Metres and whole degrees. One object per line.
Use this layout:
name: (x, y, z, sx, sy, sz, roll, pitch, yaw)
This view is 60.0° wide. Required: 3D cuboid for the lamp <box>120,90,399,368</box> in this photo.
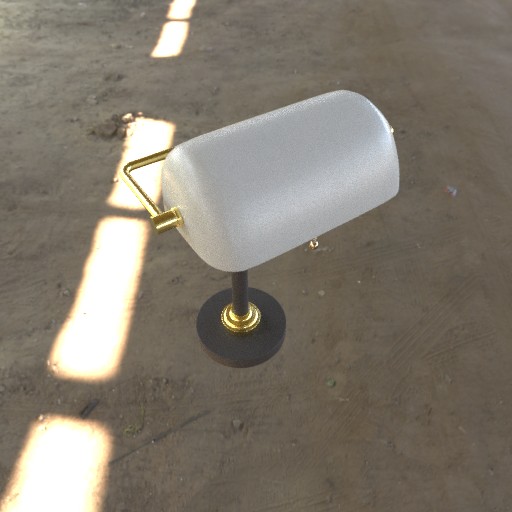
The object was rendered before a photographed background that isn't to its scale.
lamp: (0.000, 0.000, 0.549, 0.269, 0.404, 0.227, -26, 51, -23)
